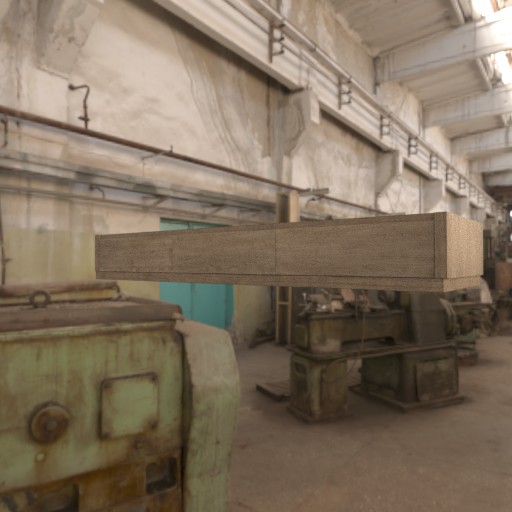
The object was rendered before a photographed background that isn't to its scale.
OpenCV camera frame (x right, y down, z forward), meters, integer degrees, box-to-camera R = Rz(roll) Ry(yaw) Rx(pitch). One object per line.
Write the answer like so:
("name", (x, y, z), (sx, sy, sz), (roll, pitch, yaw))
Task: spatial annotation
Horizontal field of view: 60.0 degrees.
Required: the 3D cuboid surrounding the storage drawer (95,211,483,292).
("storage drawer", (0.000, 0.000, 2.353), (2.072, 0.274, 0.591), (-1, -1, 38))
